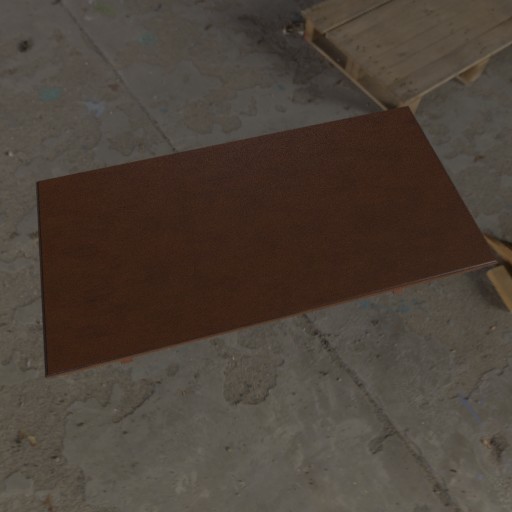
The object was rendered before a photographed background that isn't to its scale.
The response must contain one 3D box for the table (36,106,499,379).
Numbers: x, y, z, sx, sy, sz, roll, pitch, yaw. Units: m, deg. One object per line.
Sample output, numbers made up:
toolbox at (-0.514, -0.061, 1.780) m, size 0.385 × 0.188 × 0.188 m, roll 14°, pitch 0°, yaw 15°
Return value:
table at (0.000, 0.000, 1.455) m, size 1.197 × 0.459 × 0.594 m, roll -13°, pitch 63°, yaw -7°
